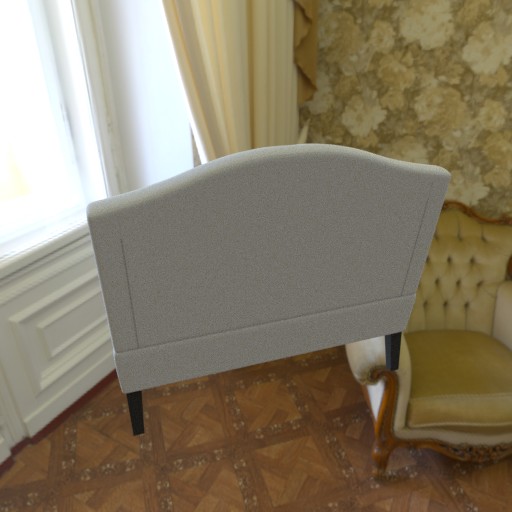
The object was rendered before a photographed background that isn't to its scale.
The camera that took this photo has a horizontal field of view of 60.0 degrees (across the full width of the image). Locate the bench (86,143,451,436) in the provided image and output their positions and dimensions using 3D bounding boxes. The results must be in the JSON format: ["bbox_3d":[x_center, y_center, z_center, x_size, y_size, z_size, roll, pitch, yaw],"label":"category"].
[{"bbox_3d":[0.000,0.000,2.037,1.335,1.180,0.815,-9,29,-16],"label":"bench"}]
